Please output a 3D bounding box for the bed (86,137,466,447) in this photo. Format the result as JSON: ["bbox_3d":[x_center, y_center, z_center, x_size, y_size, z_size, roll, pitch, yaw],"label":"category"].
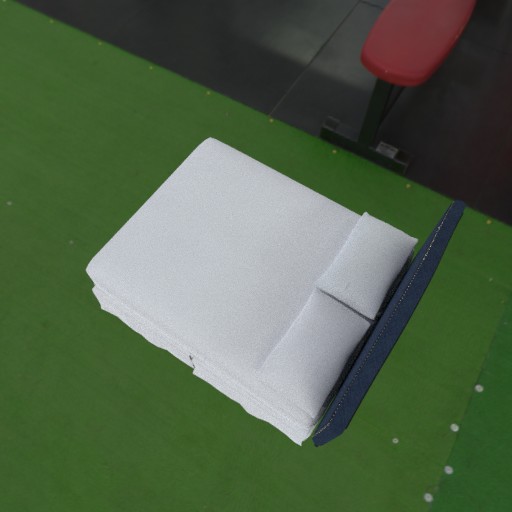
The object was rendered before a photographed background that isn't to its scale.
[{"bbox_3d":[0.000,0.000,3.253,2.153,1.518,1.725,31,67,15],"label":"bed"}]
